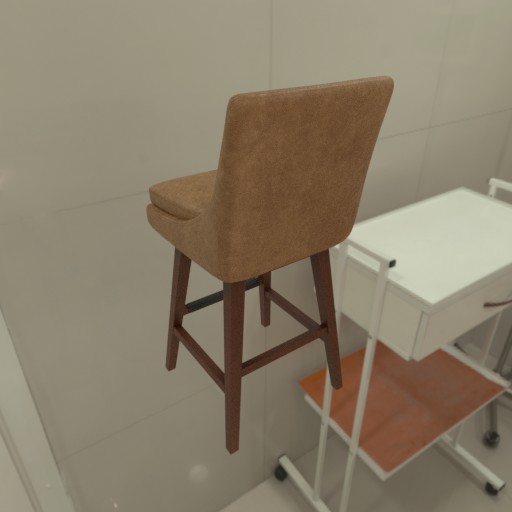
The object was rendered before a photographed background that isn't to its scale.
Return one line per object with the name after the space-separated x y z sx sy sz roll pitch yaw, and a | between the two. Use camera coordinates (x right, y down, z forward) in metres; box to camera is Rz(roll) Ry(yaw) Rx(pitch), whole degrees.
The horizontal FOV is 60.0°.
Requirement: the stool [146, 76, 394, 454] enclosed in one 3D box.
0.000 0.000 1.385 0.487 1.079 0.572 -19 35 -30 | stool
